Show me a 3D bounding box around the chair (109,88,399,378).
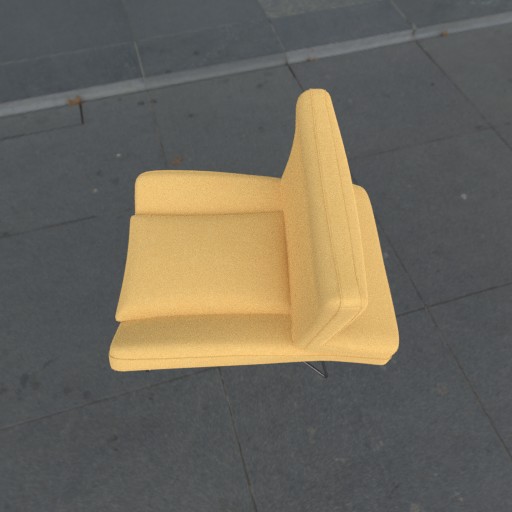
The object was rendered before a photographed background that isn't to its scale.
[{"bbox_3d":[0.000,0.000,1.664,1.008,0.855,0.859,-1,57,-1],"label":"chair"}]
